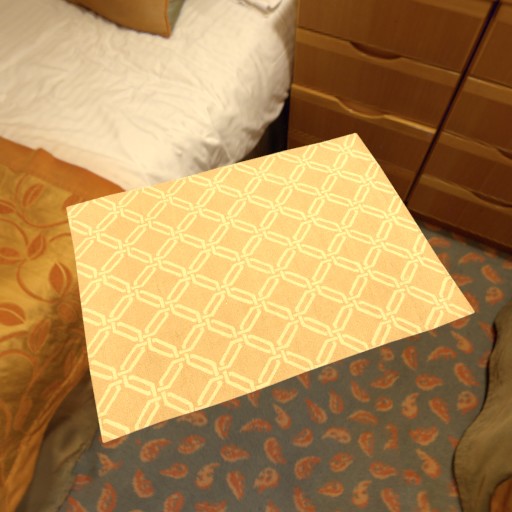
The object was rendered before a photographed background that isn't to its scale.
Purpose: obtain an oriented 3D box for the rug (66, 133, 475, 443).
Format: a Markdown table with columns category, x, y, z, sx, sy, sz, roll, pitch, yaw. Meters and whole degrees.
| category | x | y | z | sx | sy | sz | roll | pitch | yaw |
| --- | --- | --- | --- | --- | --- | --- | --- | --- | --- |
| rug | 0.000 | 0.000 | 4.299 | 3.365 | 0.020 | 2.452 | -16 | 60 | -10 |
